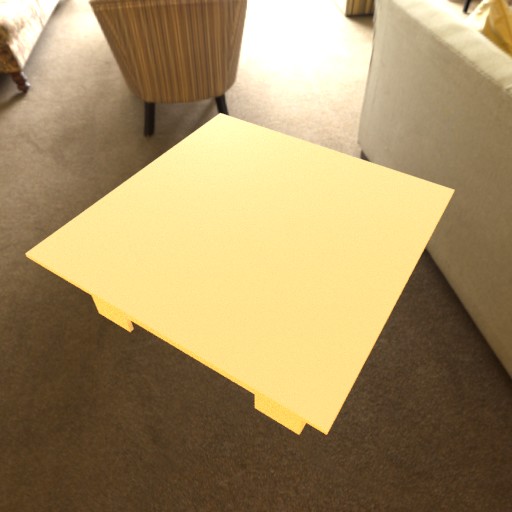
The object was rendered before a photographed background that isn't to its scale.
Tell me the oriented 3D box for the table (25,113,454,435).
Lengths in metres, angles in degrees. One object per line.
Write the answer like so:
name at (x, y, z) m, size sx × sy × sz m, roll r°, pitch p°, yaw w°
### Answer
table at (0.000, 0.000, 1.384) m, size 0.890 × 0.305 × 0.890 m, roll 25°, pitch 51°, yaw 22°
